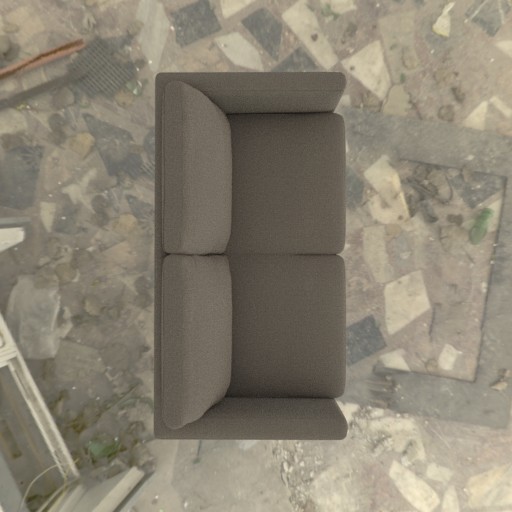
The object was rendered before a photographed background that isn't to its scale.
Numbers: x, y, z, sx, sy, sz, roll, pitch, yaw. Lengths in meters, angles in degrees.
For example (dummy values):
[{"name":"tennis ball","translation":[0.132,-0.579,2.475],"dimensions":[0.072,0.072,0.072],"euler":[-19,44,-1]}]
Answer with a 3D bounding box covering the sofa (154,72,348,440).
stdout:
[{"name":"sofa","translation":[0.000,0.000,2.280],"dimensions":[0.940,0.866,1.713],"euler":[0,89,0]}]
